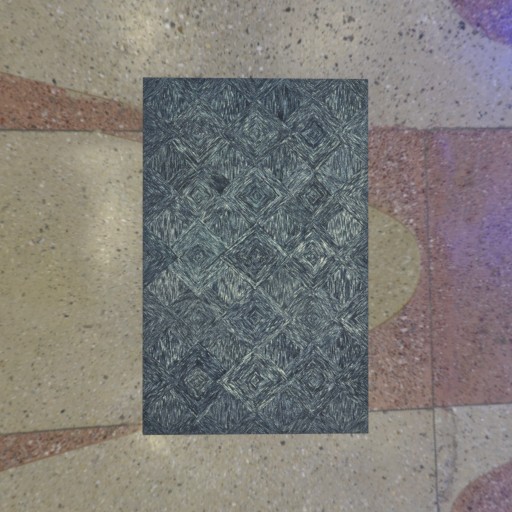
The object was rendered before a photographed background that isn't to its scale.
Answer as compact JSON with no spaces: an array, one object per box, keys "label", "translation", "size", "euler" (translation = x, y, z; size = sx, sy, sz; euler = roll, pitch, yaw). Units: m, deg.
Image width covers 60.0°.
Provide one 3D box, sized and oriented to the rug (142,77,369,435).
[{"label":"rug","translation":[0.000,0.000,2.901],"size":[1.478,0.017,2.330],"euler":[0,90,-1]}]
